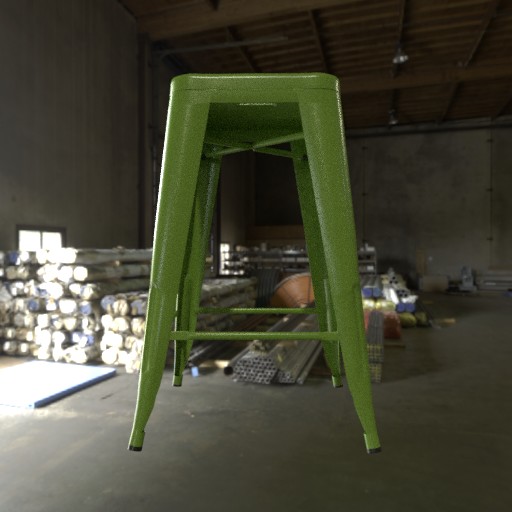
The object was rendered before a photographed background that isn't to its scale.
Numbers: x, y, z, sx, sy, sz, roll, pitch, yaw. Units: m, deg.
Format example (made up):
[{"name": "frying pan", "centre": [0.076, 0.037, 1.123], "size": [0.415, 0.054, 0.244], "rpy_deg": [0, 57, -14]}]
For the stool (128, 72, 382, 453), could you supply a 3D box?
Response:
[{"name": "stool", "centre": [0.000, 0.000, 0.859], "size": [0.398, 0.609, 0.358], "rpy_deg": [0, 0, 1]}]
